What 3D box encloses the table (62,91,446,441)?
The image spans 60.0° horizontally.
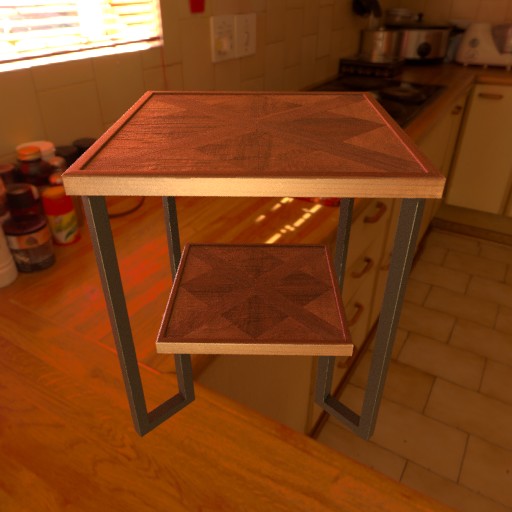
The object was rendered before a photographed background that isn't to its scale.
[{"bbox_3d":[0.000,0.000,0.939,0.503,0.563,0.503,1,32,1],"label":"table"}]
